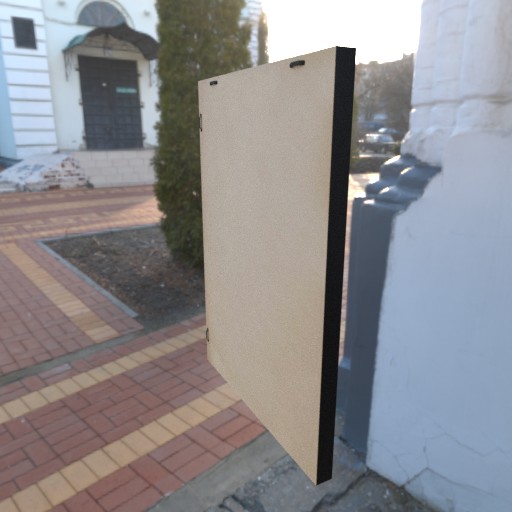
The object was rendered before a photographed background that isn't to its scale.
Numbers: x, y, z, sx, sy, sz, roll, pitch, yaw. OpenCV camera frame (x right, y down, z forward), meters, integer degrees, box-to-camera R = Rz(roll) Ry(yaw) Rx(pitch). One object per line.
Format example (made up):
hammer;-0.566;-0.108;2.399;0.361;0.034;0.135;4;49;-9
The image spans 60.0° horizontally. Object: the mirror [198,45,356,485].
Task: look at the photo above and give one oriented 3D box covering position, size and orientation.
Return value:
mirror;0.000;0.000;0.905;0.040;0.710;0.507;-8;18;-27
